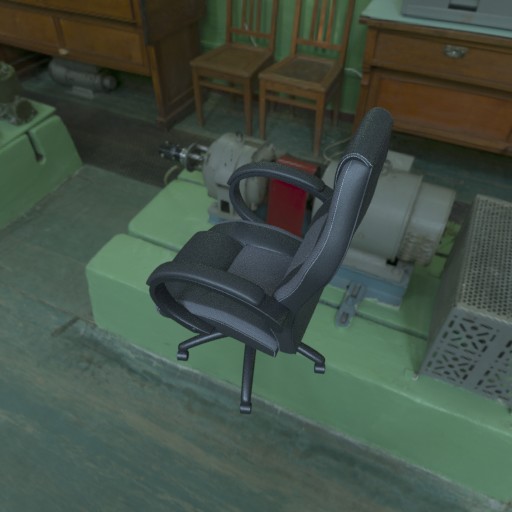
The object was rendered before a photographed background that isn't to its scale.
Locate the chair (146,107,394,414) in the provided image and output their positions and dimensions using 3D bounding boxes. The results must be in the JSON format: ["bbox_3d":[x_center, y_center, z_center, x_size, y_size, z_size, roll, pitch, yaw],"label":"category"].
[{"bbox_3d":[0.000,0.000,1.636,0.724,1.187,0.673,17,48,16],"label":"chair"}]
